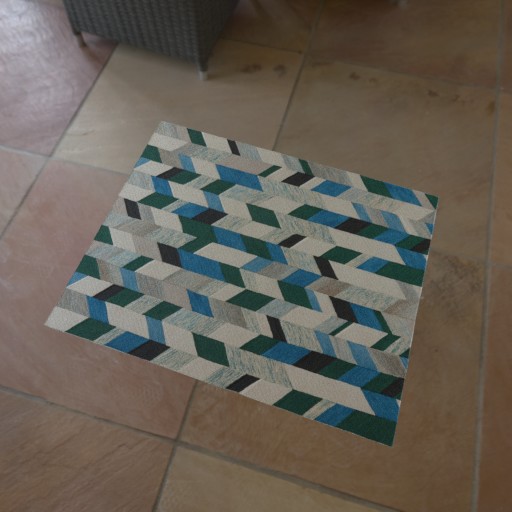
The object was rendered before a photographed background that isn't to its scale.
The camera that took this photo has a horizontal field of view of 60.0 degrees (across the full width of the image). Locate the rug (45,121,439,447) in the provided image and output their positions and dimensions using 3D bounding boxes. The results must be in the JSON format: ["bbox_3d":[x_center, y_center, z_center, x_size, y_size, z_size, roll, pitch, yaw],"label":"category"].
[{"bbox_3d":[0.000,0.000,4.112,3.036,0.008,2.440,17,65,8],"label":"rug"}]
